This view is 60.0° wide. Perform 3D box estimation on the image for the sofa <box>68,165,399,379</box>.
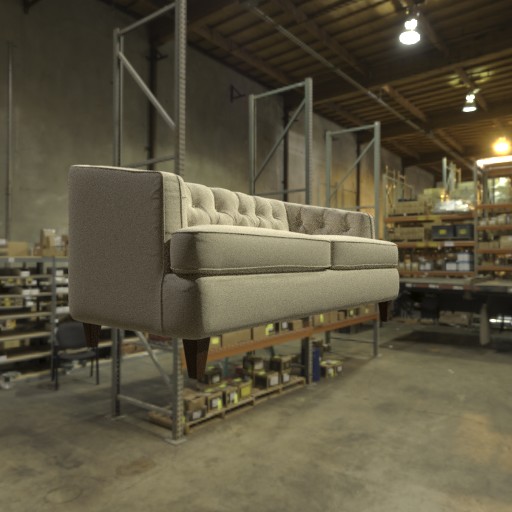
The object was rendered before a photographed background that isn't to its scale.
[{"bbox_3d":[0.000,0.000,2.271,0.941,0.855,1.733,0,-1,37],"label":"sofa"}]
